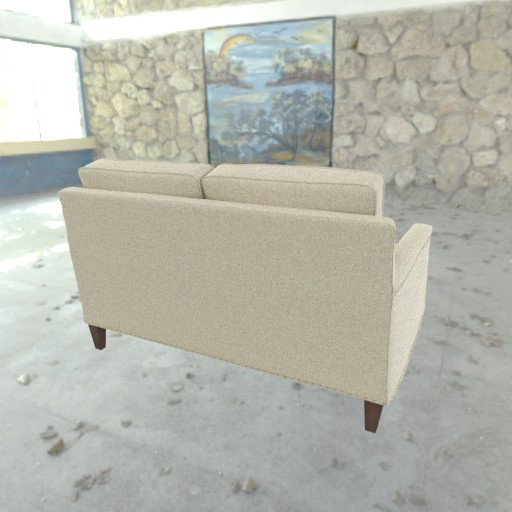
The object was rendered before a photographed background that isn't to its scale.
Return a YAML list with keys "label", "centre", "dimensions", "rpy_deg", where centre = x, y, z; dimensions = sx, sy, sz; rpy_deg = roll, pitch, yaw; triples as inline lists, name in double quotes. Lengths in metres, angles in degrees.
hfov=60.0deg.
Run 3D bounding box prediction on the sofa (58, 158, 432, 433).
- label: "sofa"
  centre: [0.000, 0.000, 2.256]
  dimensions: [1.597, 1.003, 1.084]
  rpy_deg: [9, 19, 25]
